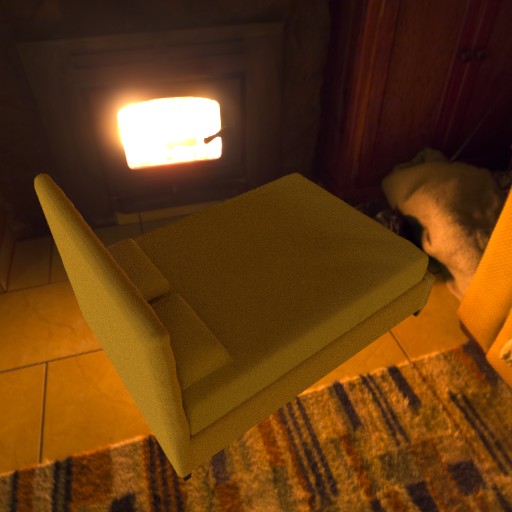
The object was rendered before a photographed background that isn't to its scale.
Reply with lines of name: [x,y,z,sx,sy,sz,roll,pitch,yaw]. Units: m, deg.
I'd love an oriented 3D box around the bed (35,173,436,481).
bed: [0.000,0.000,3.345,2.387,1.427,1.698,-26,47,-27]
